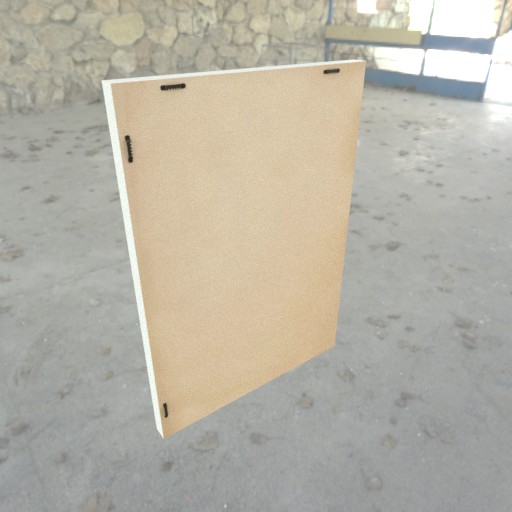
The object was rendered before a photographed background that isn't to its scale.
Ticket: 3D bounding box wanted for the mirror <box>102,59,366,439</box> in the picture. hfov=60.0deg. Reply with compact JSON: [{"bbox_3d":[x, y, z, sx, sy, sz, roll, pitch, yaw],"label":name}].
[{"bbox_3d":[0.000,0.000,0.909,0.507,0.710,0.039,-19,34,-31],"label":"mirror"}]
